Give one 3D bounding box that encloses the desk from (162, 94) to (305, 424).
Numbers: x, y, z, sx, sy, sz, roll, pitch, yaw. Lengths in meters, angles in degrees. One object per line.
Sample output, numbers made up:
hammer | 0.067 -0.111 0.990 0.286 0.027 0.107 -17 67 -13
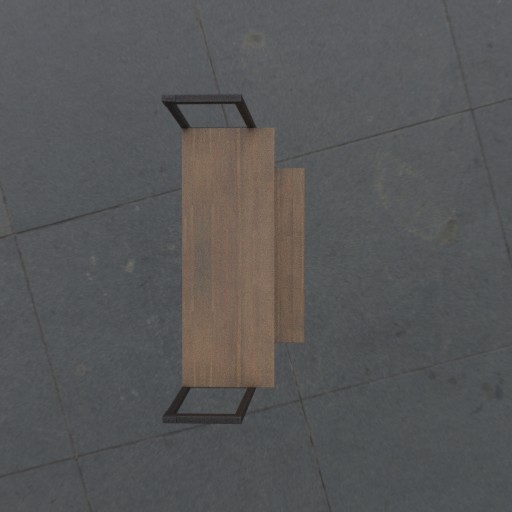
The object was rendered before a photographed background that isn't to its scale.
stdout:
desk | 0.000 0.000 2.214 0.515 1.809 0.982 0 91 1
